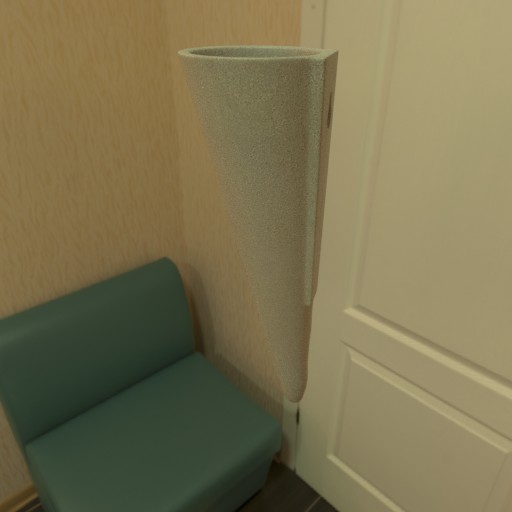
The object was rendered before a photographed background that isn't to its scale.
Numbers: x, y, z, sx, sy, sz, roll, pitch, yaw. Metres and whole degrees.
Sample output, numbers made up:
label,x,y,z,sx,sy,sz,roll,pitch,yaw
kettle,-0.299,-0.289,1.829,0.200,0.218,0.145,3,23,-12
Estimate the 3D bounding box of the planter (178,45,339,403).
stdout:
label,x,y,z,sx,sy,sz,roll,pitch,yaw
planter,0.000,0.000,0.227,0.064,0.191,0.057,9,30,15
